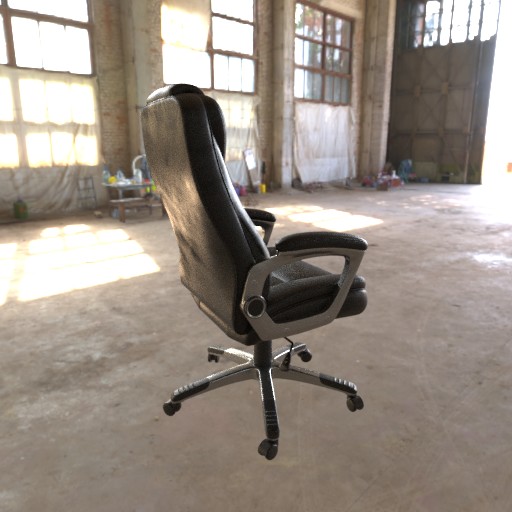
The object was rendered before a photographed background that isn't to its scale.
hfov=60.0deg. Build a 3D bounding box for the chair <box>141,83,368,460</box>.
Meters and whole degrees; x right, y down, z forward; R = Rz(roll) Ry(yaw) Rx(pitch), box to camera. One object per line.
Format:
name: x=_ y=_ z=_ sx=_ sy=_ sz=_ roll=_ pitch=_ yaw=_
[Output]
chair: x=0.000 y=0.000 z=1.537 sx=0.689 sy=1.075 sz=0.697 roll=-7 pitch=15 yaw=-25
